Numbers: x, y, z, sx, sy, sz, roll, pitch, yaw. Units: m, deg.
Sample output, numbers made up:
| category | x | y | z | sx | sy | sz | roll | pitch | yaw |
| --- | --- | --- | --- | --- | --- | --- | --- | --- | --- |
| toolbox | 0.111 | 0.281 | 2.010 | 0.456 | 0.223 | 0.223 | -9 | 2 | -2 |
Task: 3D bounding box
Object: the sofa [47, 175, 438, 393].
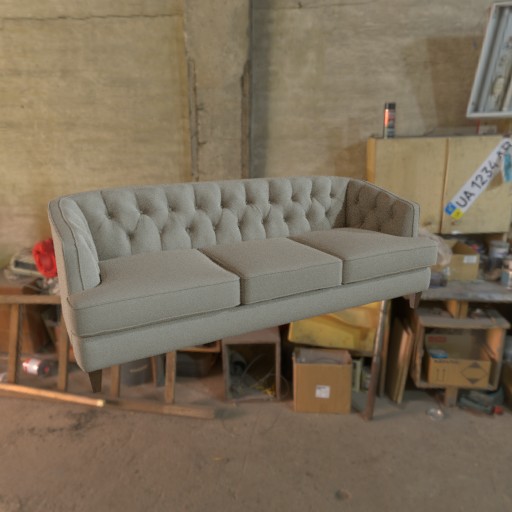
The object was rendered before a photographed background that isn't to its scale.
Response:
| category | x | y | z | sx | sy | sz | roll | pitch | yaw |
| --- | --- | --- | --- | --- | --- | --- | --- | --- | --- |
| sofa | 0.000 | 0.000 | 2.762 | 2.278 | 0.855 | 0.941 | -9 | 18 | -27 |
